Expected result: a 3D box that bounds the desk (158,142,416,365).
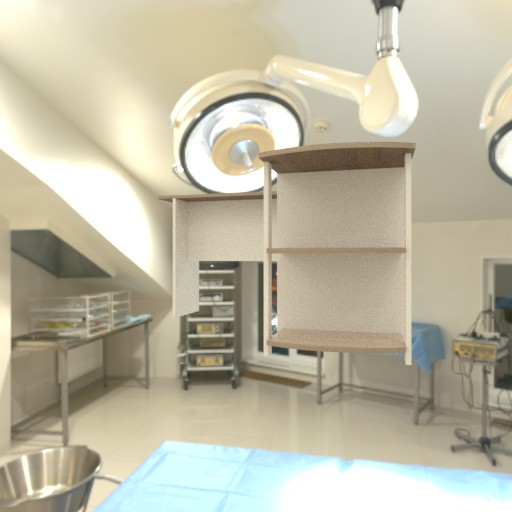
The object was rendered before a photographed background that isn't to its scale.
[{"bbox_3d":[0.000,0.000,2.136,1.361,0.716,1.303,0,0,15],"label":"desk"}]
